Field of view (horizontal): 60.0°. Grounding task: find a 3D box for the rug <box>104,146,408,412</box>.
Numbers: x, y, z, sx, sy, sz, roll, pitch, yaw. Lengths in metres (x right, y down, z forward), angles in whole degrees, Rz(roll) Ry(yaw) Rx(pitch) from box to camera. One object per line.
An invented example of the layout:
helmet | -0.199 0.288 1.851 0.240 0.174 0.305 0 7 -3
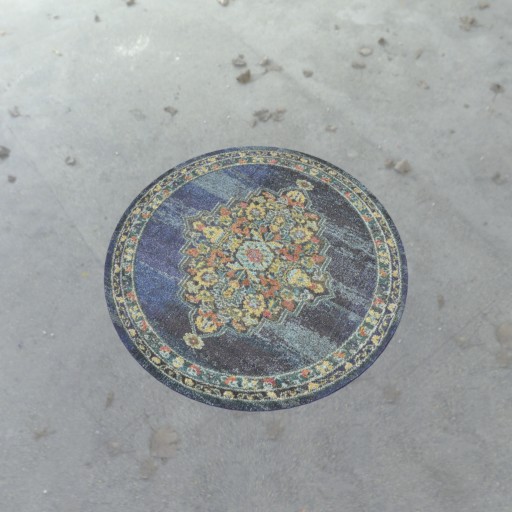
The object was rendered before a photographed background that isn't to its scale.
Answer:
rug | 0.000 0.000 3.529 2.386 0.014 2.386 0 59 0
